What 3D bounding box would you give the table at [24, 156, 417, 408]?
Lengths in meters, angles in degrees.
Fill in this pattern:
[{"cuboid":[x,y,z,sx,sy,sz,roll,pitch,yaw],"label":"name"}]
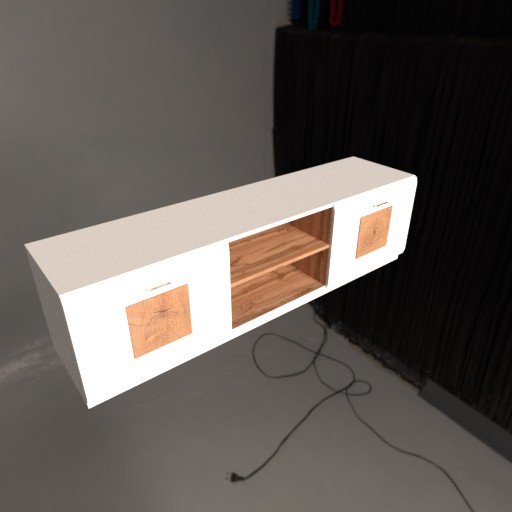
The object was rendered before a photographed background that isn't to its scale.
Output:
[{"cuboid":[0.000,0.000,1.788,1.550,0.440,0.400,-21,35,-32],"label":"table"}]
